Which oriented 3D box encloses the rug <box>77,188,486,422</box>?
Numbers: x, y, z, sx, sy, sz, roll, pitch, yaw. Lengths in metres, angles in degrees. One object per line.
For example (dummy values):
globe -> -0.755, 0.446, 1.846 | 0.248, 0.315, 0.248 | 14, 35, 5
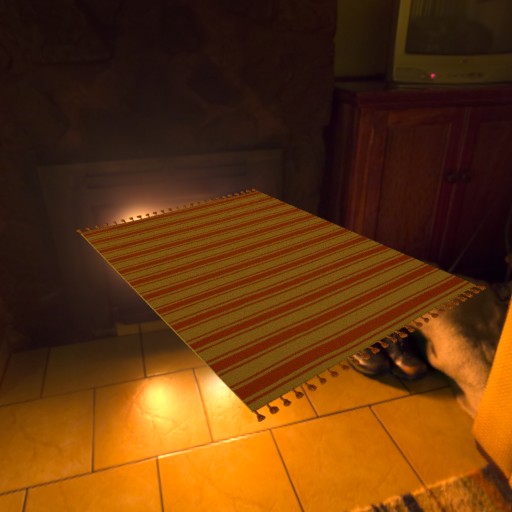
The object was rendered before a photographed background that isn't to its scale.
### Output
rug -> 0.000, 0.000, 4.352 | 2.451, 0.035, 3.369 | -18, 32, -32
